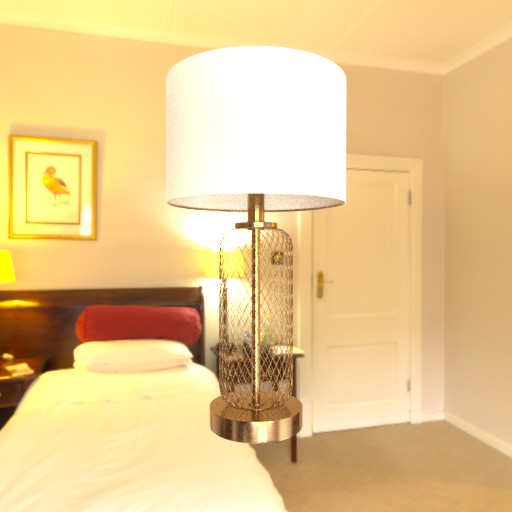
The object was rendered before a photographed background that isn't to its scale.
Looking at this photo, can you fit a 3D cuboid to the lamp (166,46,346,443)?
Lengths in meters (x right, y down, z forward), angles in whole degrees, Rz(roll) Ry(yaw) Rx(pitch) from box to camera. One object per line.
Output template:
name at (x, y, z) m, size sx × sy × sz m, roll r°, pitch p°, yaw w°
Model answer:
lamp at (0.000, 0.000, 0.634) m, size 0.252 × 0.483 × 0.252 m, roll 0°, pitch 1°, yaw 37°
